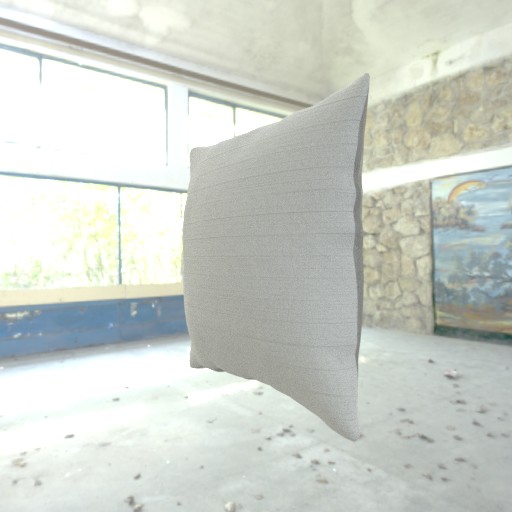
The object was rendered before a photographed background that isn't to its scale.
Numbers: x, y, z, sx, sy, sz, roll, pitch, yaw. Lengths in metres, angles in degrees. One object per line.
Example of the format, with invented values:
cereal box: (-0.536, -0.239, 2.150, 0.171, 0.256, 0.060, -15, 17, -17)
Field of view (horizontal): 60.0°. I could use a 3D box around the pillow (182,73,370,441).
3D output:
pillow: (0.000, 0.000, 0.744, 0.175, 0.464, 0.470, 0, 0, -36)
